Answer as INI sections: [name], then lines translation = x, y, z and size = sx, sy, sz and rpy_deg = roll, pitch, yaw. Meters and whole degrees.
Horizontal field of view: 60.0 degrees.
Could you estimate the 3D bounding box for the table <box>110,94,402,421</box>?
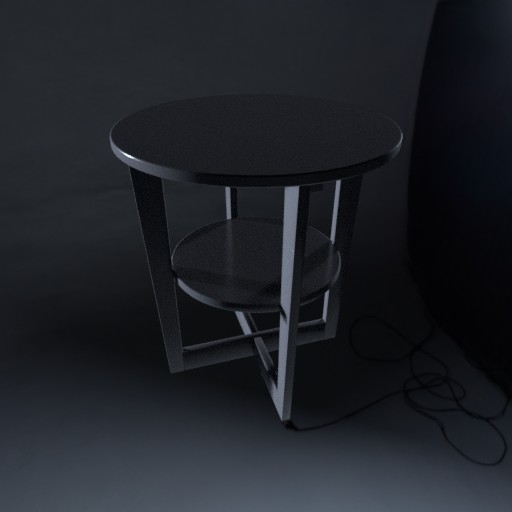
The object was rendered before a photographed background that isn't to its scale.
[table]
translation = 0.000, 0.000, 0.929
size = 0.500, 0.550, 0.500
rpy_deg = 0, 32, 0
